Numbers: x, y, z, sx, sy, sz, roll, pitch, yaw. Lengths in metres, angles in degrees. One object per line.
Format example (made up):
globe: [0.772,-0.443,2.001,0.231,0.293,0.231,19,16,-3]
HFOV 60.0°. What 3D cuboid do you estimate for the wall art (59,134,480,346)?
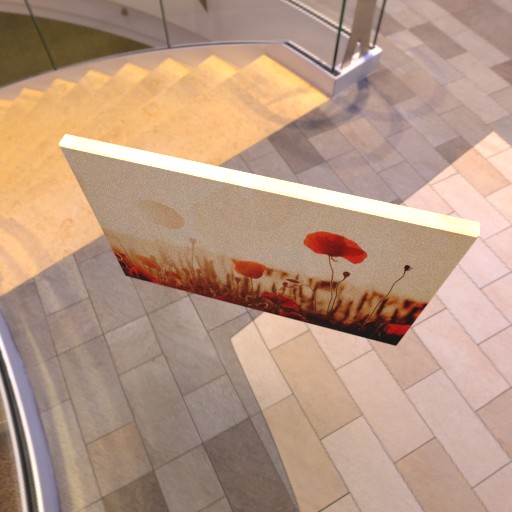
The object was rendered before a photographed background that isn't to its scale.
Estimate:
wall art: [0.000,0.000,1.195,0.918,0.602,0.038,14,59,8]
